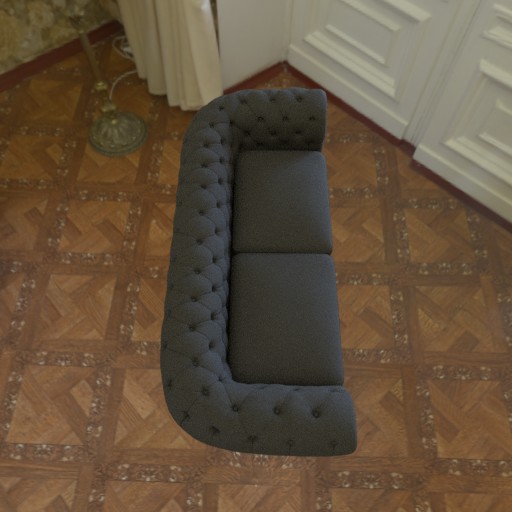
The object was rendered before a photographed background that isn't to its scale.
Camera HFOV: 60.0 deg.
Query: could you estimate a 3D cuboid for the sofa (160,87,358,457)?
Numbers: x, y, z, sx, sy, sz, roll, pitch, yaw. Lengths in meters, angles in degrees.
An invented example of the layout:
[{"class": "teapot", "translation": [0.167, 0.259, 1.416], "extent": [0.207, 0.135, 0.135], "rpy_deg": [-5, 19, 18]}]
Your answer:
[{"class": "sofa", "translation": [0.000, 0.000, 2.837], "extent": [0.991, 0.762, 2.362], "rpy_deg": [0, 63, 0]}]
